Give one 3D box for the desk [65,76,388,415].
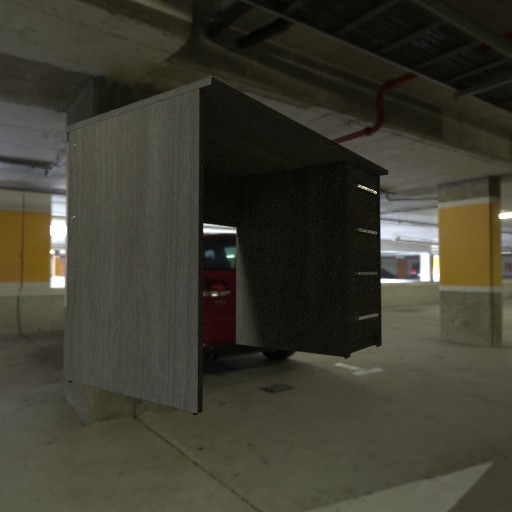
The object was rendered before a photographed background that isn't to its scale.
[{"bbox_3d":[0.000,0.000,1.545,0.560,0.730,1.096,-2,-3,36],"label":"desk"}]
